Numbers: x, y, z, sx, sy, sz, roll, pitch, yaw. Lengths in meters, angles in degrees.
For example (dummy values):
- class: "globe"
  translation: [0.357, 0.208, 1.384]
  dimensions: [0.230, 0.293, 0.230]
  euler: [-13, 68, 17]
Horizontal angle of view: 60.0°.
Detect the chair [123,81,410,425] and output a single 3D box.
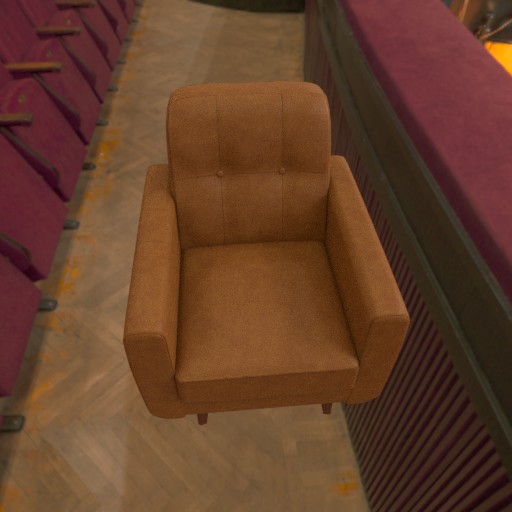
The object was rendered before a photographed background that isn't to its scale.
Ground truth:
- class: "chair"
  translation: [0.000, 0.000, 1.670]
  dimensions: [0.845, 0.968, 0.942]
  euler: [-4, 45, -4]
